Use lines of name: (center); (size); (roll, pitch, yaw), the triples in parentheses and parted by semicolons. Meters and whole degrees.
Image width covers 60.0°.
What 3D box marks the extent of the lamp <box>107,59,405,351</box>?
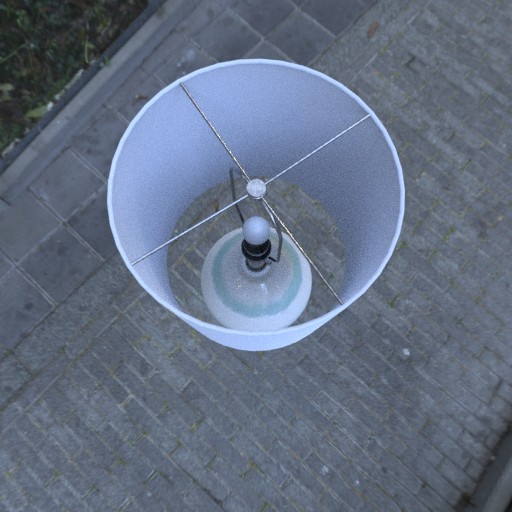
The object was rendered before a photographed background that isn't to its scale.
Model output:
lamp: (0.000, 0.000, 0.518); (0.217, 0.404, 0.217); (-33, 78, -8)
